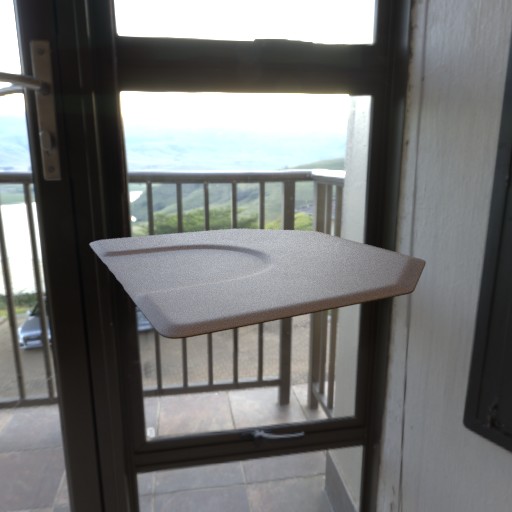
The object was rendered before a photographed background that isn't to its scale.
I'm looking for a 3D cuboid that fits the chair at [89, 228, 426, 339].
[{"bbox_3d":[0.000,0.000,1.940,1.219,0.024,1.372,-7,15,-27],"label":"chair"}]
